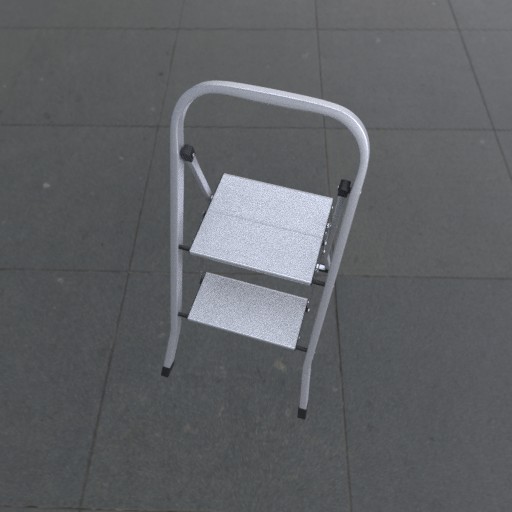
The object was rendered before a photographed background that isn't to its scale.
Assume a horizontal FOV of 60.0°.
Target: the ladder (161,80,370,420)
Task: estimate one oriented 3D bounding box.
[{"bbox_3d":[0.000,0.000,1.130,0.465,0.830,0.530,14,60,9],"label":"ladder"}]
